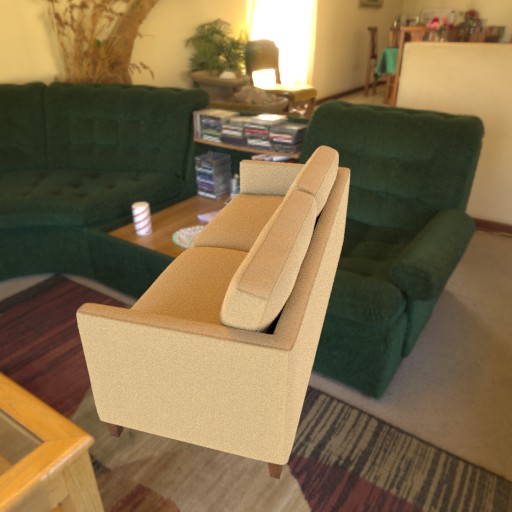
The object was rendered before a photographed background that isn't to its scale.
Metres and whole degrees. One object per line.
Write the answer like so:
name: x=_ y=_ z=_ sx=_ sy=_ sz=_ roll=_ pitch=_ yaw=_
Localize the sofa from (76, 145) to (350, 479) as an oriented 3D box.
sofa: x=0.000 y=0.000 z=2.831 sx=0.951 sy=0.968 sz=2.361 roll=8 pitch=29 yaw=14
